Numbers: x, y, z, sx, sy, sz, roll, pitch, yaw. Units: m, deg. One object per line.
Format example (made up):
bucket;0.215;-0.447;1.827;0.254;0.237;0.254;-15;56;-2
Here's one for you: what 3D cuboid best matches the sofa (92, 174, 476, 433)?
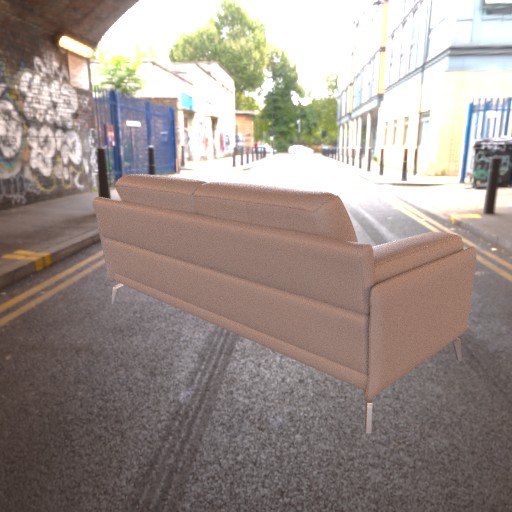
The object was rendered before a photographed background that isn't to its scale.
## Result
sofa;0.000;0.000;2.548;2.101;0.930;1.049;14;20;43
